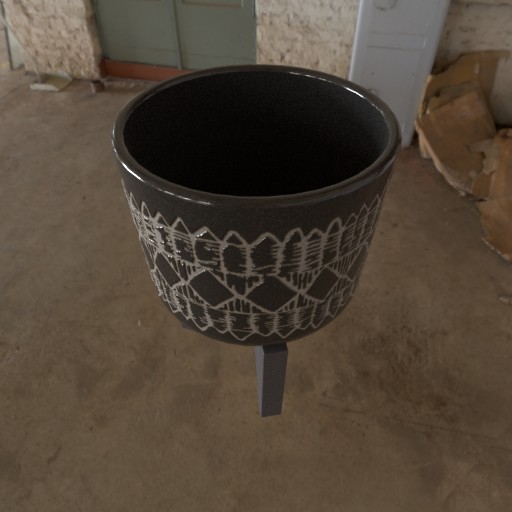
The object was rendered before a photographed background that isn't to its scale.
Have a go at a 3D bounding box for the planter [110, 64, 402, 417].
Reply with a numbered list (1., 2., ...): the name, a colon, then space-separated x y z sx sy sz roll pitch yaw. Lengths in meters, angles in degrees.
1. planter: 0.000 0.000 0.395 0.196 0.264 0.196 -30 51 -27
